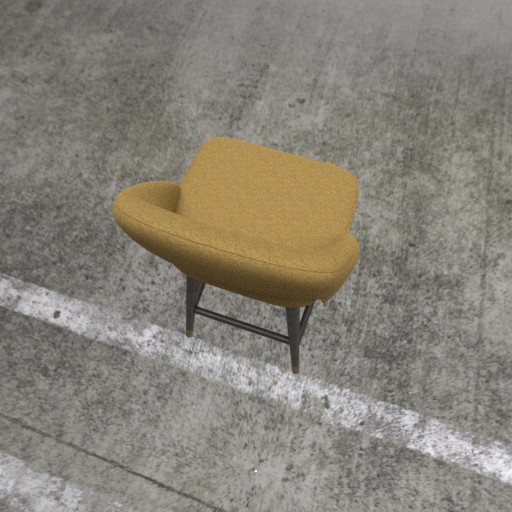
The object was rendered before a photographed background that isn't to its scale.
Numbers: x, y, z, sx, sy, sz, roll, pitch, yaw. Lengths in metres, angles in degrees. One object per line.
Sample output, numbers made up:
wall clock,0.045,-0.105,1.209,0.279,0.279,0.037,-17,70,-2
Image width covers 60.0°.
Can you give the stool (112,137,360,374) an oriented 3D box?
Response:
stool,0.000,0.000,1.320,0.536,1.032,0.522,17,65,8
